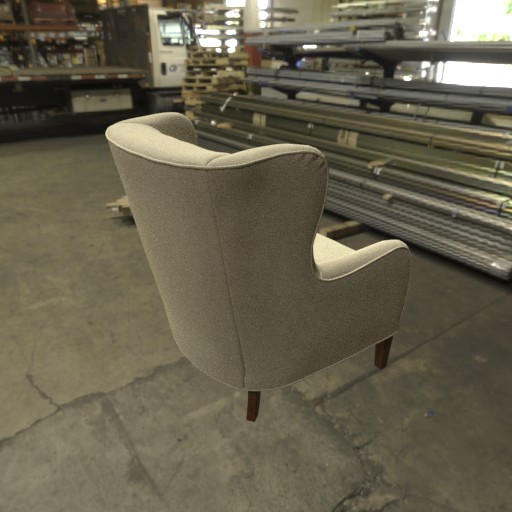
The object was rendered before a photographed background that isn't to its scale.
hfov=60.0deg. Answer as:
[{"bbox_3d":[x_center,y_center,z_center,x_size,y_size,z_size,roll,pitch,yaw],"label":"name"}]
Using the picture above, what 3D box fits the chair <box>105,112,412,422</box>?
[{"bbox_3d":[0.000,0.000,1.763,0.966,1.040,0.838,-17,31,-32],"label":"chair"}]
